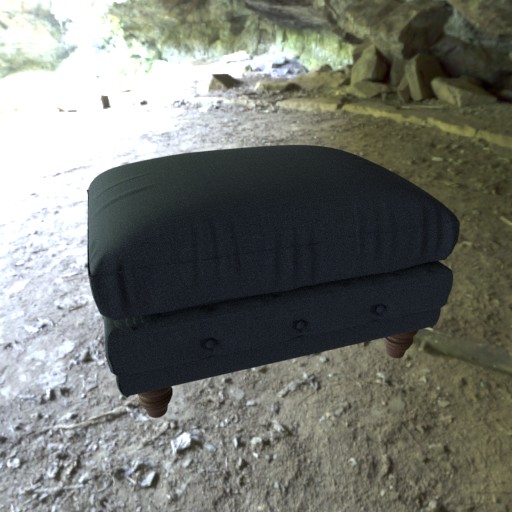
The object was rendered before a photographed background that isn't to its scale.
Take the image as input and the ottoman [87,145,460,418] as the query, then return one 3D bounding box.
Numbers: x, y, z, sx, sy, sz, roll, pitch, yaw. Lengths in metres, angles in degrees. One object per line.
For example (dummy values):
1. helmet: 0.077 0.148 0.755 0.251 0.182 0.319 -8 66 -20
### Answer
1. ottoman: 0.000 0.000 1.127 0.767 0.486 0.558 -9 29 -16
